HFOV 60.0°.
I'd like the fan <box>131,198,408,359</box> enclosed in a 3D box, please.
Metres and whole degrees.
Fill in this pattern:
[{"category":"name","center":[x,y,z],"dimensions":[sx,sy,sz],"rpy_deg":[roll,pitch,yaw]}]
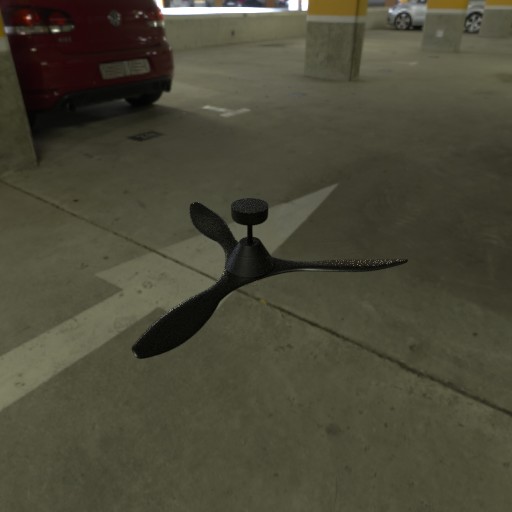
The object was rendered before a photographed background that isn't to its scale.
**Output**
[{"category":"fan","center":[0.000,0.000,1.624],"dimensions":[1.067,0.305,1.067],"rpy_deg":[10,32,17]}]
